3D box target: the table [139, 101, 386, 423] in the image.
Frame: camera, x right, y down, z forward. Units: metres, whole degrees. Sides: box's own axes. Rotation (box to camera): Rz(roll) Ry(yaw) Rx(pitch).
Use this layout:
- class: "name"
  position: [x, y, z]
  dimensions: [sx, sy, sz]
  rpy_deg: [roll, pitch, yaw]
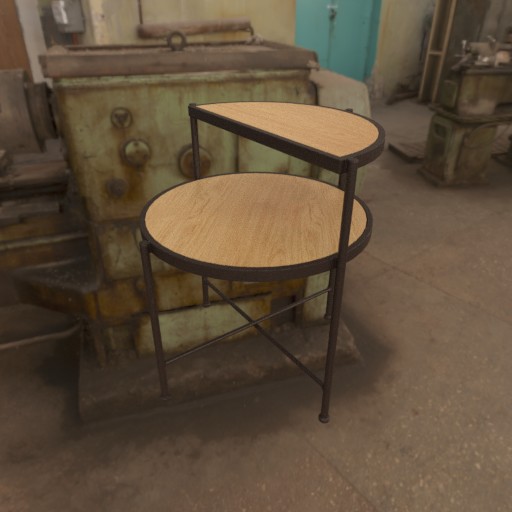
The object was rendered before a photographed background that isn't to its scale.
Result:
- class: "table"
  position: [0.000, 0.000, 1.178]
  dimensions: [0.628, 0.684, 0.629]
  rpy_deg: [-20, 36, -30]
